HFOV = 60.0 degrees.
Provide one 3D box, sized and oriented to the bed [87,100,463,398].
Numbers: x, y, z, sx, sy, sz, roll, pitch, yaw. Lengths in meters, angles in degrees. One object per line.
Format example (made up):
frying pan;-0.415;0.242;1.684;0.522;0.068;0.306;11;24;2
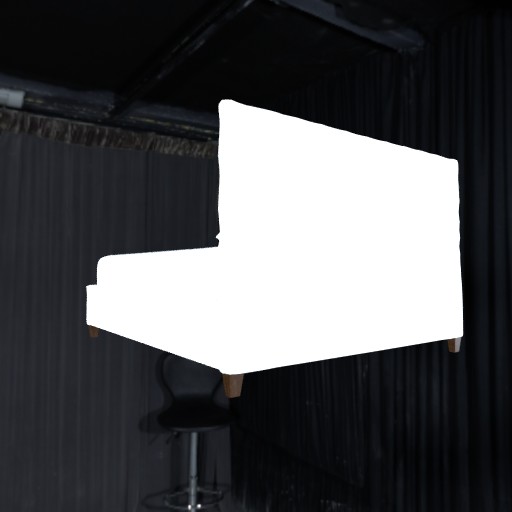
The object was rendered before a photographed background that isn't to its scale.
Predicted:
bed;0.000;0.000;3.636;2.078;1.427;2.387;1;-2;-36
